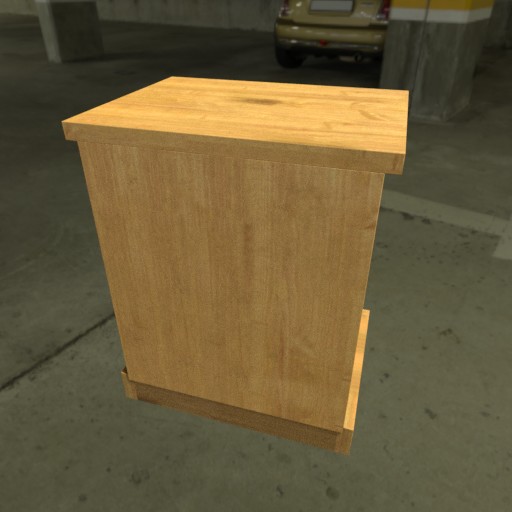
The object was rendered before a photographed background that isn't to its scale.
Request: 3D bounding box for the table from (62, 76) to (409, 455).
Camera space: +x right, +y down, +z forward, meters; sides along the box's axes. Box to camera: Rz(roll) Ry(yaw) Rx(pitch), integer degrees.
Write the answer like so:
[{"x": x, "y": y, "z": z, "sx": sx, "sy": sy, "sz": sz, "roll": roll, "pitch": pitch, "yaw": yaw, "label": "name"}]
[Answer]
[{"x": 0.000, "y": 0.000, "z": 1.221, "sx": 0.660, "sy": 0.813, "sz": 0.500, "roll": 9, "pitch": 33, "yaw": 14, "label": "table"}]
